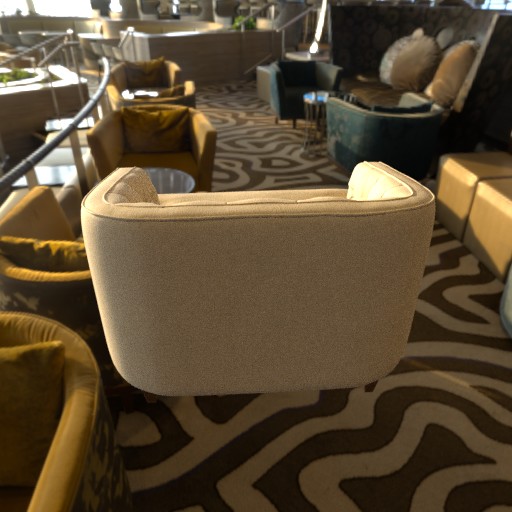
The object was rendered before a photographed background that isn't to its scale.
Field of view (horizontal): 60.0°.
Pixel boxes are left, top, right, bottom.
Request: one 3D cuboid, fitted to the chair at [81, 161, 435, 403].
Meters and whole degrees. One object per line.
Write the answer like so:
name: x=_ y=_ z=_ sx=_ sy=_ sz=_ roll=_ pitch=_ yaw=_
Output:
chair: x=0.000 y=0.000 z=1.724 sx=1.118 sy=0.787 sz=0.914 roll=-2 pitch=31 yaw=-3
